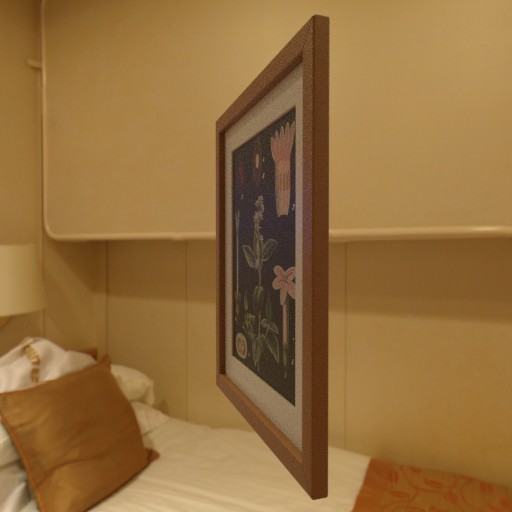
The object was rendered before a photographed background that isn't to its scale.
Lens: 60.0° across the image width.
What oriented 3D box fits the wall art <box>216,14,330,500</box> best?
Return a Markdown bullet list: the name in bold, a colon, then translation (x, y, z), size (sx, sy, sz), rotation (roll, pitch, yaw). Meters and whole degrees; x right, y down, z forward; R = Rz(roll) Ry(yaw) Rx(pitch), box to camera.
- **wall art**: translation (0.000, 0.000, 0.493), size (0.015, 0.379, 0.310), rotation (0, 1, -19)
